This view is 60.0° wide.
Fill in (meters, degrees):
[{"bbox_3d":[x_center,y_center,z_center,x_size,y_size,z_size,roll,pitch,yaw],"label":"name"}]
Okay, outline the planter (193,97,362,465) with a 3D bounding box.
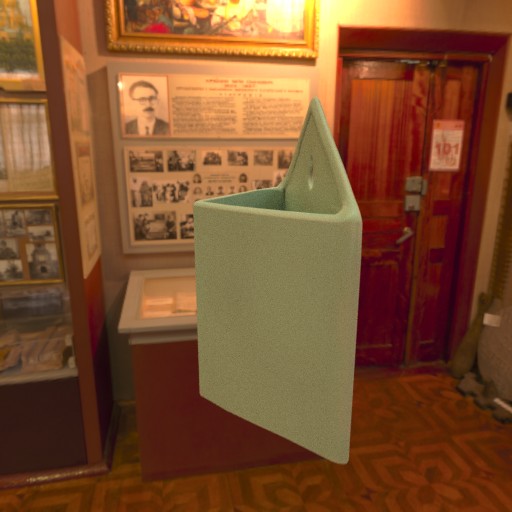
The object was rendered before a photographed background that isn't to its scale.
[{"bbox_3d":[0.000,0.000,0.290,0.079,0.197,0.164,-2,15,-9],"label":"planter"}]
